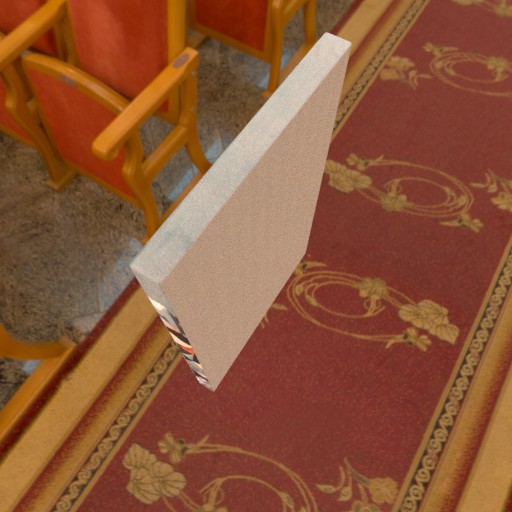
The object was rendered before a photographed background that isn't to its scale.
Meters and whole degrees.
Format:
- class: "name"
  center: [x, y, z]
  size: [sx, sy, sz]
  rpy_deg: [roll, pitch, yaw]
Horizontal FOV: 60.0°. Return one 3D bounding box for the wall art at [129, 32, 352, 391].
- class: "wall art"
  center: [0.000, 0.000, 1.166]
  size: [0.061, 0.911, 0.609]
  rpy_deg: [30, 67, 14]
